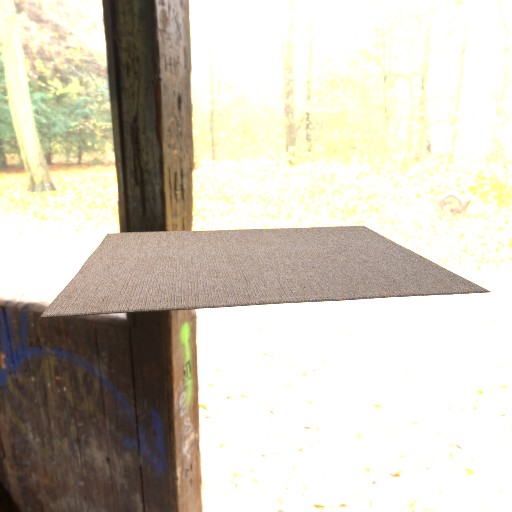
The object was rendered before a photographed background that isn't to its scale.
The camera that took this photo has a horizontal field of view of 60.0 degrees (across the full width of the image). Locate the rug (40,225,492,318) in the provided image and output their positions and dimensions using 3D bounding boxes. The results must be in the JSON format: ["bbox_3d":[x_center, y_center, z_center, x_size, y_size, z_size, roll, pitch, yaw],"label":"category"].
[{"bbox_3d":[0.000,0.000,4.073,3.034,0.012,2.406,-2,16,-8],"label":"rug"}]
